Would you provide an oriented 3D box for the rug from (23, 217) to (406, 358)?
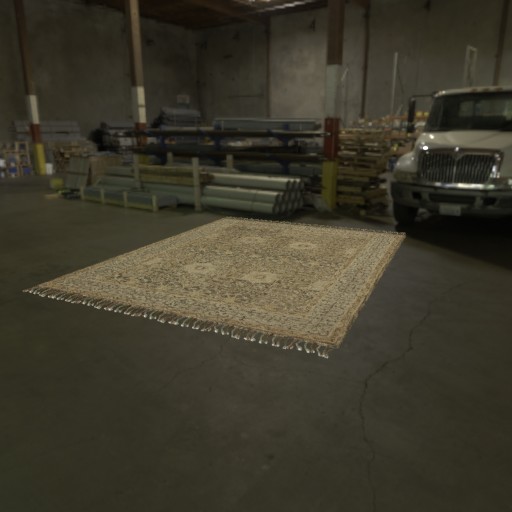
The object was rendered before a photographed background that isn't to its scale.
[{"bbox_3d":[0.000,0.000,4.319,2.431,0.017,3.291,7,18,24],"label":"rug"}]
